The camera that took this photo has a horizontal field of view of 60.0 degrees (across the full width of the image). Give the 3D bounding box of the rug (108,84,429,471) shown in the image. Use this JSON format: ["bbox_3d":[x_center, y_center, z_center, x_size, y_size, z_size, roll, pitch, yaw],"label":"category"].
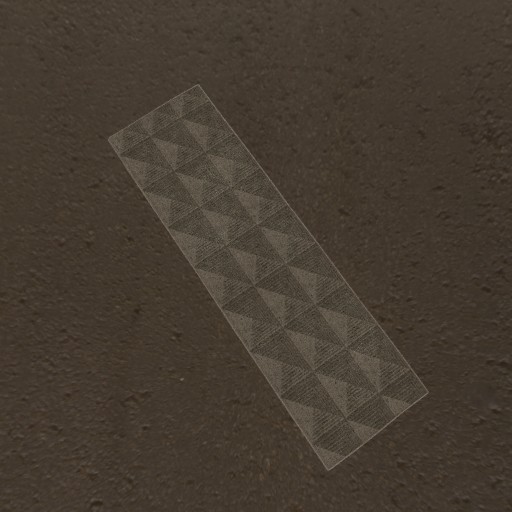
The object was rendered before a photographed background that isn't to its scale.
[{"bbox_3d":[0.000,0.000,2.426,0.645,0.015,2.182,-34,78,-8],"label":"rug"}]
